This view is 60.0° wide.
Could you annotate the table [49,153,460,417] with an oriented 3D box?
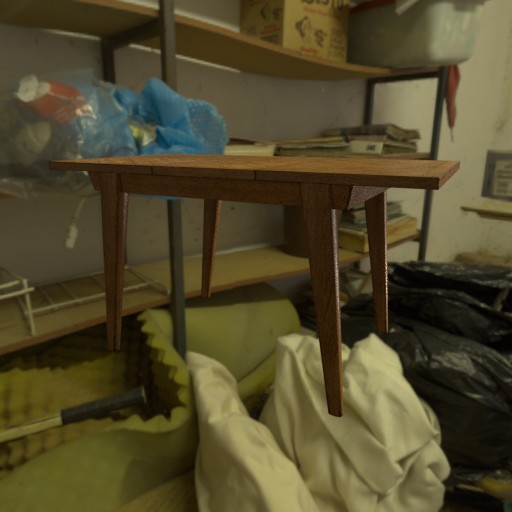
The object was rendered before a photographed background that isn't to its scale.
[{"bbox_3d":[0.000,0.000,1.813,1.400,0.760,0.757,8,17,26],"label":"table"}]
